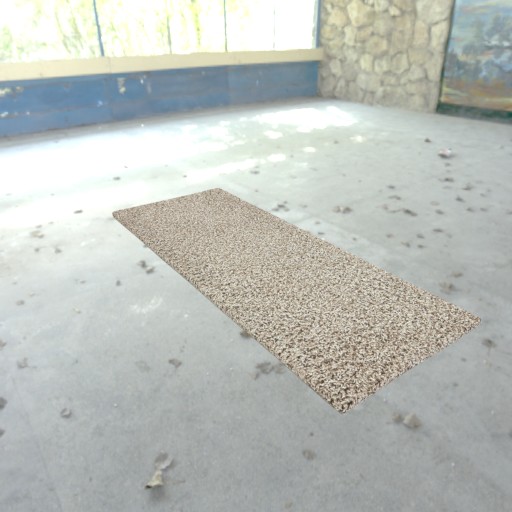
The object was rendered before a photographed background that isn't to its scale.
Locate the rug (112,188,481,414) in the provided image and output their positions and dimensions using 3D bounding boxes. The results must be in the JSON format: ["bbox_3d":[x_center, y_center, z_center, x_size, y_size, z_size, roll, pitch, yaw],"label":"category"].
[{"bbox_3d":[0.000,0.000,1.744,0.609,0.030,1.524,-19,33,-32],"label":"rug"}]
